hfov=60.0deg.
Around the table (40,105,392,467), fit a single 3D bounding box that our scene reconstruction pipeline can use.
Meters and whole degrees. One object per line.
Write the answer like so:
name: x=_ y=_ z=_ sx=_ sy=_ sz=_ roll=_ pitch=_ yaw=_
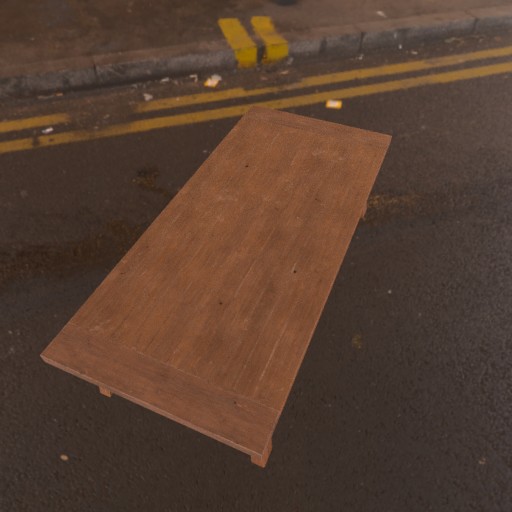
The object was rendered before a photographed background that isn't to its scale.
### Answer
table: x=0.000 y=0.000 z=2.121 sx=0.820 sy=0.465 sz=1.800 roll=18 pitch=51 yaw=15
